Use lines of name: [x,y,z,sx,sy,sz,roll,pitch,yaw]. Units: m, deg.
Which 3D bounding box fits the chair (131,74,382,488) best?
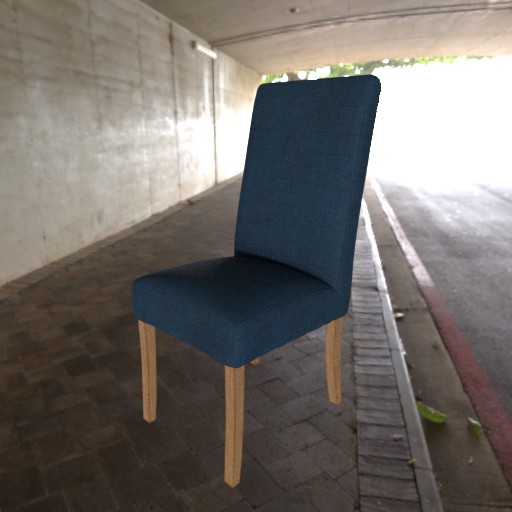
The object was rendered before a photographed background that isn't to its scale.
chair: [0.000,0.000,1.334,0.450,1.029,0.610,15,22,41]
